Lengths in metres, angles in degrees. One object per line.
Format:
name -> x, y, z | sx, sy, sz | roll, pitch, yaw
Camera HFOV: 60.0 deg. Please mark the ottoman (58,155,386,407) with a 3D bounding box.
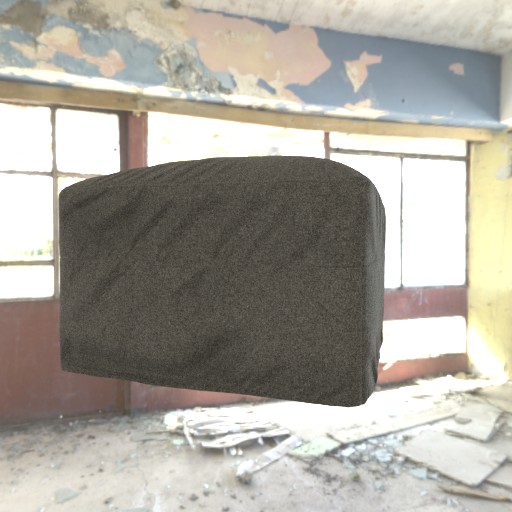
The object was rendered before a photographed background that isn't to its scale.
ottoman -> 0.000, 0.000, 1.216 | 0.683, 0.481, 0.837 | 1, 2, 18
